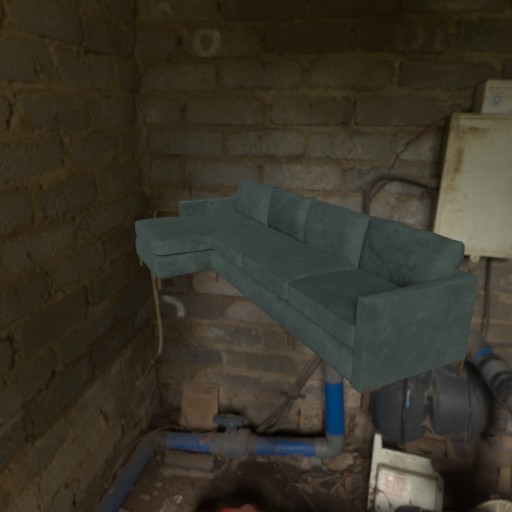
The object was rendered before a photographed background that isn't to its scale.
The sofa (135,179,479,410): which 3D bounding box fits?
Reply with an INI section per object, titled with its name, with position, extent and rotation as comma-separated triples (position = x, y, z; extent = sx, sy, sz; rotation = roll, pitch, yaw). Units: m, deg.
[sofa]
position = 0.000, 0.000, 4.018
extent = 1.500, 0.967, 3.400
rotation = -9, 20, -25
